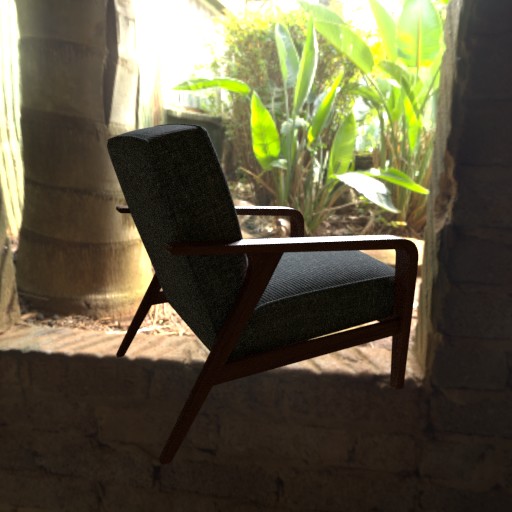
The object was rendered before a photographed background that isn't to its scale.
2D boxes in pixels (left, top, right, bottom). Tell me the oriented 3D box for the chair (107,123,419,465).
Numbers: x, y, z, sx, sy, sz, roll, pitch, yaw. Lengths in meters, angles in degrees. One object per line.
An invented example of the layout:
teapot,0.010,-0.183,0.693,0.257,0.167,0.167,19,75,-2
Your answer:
chair,0.000,0.000,1.527,0.889,0.864,0.719,-7,17,-26
